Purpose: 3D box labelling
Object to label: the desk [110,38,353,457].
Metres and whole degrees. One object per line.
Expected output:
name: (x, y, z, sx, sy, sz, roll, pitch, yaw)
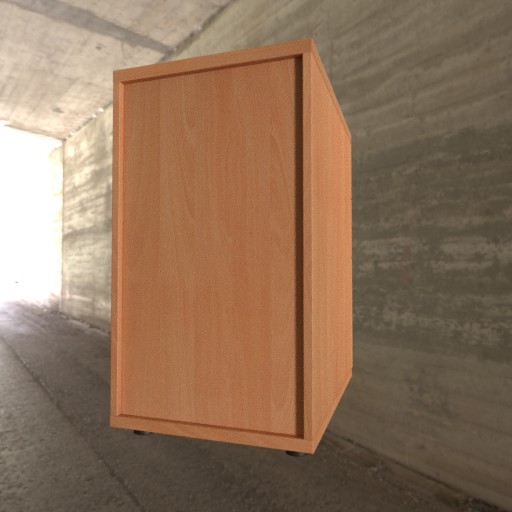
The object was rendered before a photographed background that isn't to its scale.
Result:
desk: (0.000, 0.000, 1.098, 0.404, 0.730, 0.600, -1, -2, 19)
